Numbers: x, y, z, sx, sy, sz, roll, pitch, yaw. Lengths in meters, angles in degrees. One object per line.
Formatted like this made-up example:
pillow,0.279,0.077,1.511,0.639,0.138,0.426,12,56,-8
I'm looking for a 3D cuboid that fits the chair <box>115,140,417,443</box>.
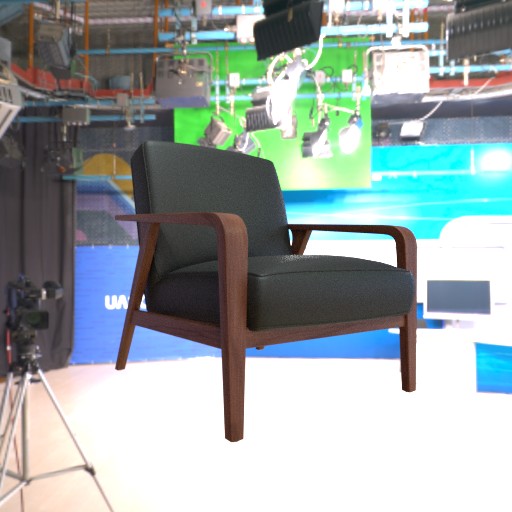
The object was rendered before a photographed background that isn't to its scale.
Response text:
chair,0.000,0.000,1.523,0.719,0.861,0.889,0,-1,-35
